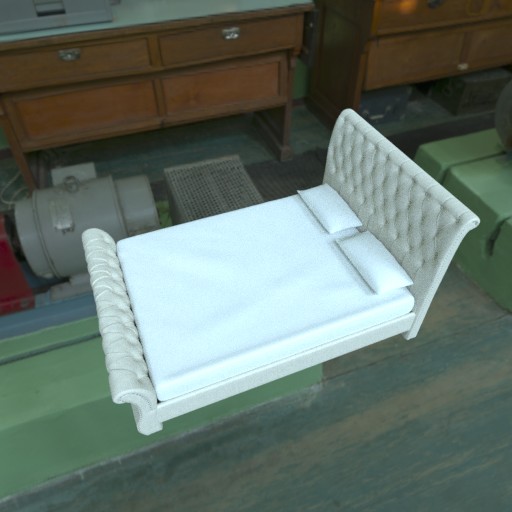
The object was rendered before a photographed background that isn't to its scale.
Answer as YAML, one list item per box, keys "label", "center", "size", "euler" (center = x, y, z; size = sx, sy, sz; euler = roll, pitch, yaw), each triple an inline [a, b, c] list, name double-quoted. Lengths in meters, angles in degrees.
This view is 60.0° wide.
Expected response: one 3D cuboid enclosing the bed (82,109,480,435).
- label: "bed"
  center: [0.000, 0.000, 3.476]
  size: [2.493, 1.268, 1.606]
  euler: [-16, 47, -15]
